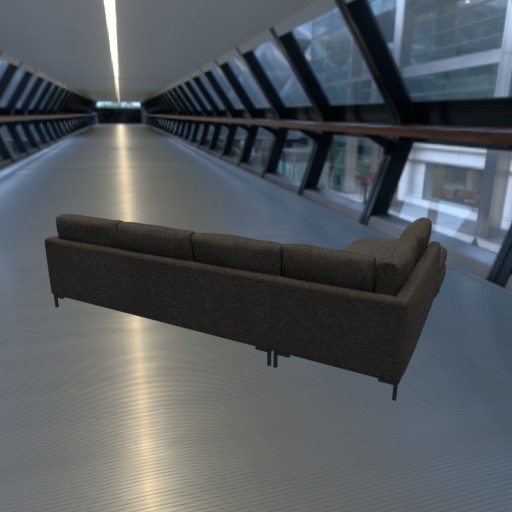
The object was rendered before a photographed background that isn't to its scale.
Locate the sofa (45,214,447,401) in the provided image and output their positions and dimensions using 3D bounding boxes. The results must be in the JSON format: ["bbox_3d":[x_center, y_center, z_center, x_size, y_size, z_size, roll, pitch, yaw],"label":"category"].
[{"bbox_3d":[0.000,0.000,3.884,2.949,0.815,2.007,9,19,27],"label":"sofa"}]
